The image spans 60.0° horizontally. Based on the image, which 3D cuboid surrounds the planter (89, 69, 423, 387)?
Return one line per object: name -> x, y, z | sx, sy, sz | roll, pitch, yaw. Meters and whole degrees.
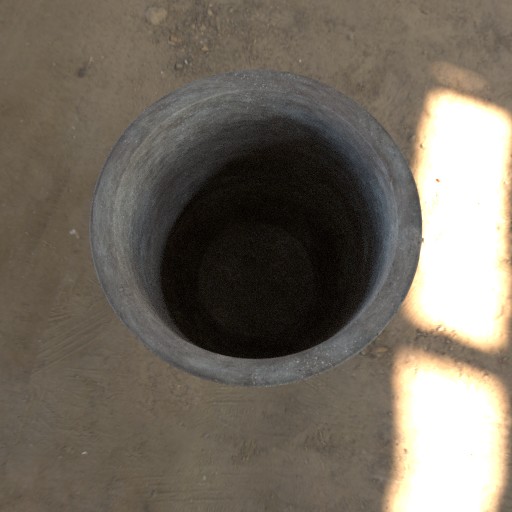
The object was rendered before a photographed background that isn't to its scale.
planter -> 0.000, 0.000, 0.221 | 0.122, 0.128, 0.122 | 0, 76, 0
